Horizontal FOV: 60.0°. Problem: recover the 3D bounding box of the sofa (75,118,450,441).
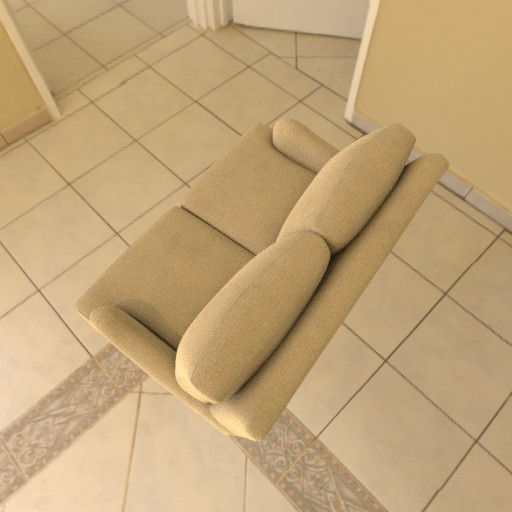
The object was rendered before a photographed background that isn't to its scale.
[{"bbox_3d":[0.000,0.000,2.164,1.087,0.999,1.480,33,66,17],"label":"sofa"}]
